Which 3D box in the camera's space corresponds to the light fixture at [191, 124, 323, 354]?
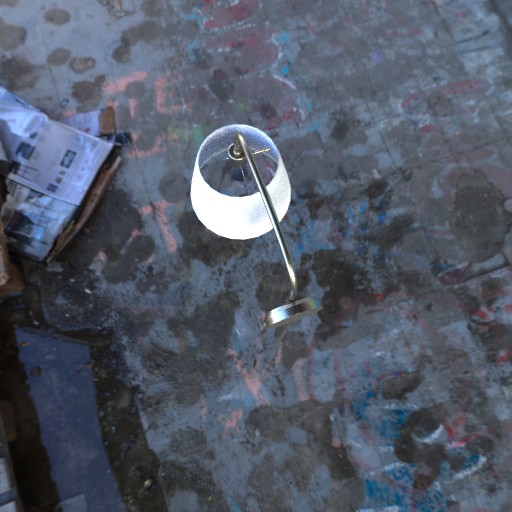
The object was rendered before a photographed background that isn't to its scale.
[{"bbox_3d":[0.000,0.000,0.473,0.092,0.399,0.176,-19,75,-5],"label":"light fixture"}]
